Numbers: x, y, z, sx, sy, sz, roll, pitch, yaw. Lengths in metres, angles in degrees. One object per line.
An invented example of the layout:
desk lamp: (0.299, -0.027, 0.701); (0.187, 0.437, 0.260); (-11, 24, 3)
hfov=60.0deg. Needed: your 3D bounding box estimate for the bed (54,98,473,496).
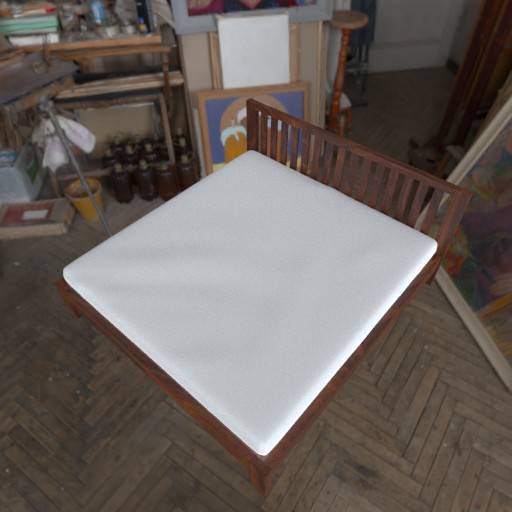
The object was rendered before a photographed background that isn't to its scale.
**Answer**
bed: (0.000, 0.000, 3.053); (1.905, 0.890, 2.030); (32, 54, 27)
